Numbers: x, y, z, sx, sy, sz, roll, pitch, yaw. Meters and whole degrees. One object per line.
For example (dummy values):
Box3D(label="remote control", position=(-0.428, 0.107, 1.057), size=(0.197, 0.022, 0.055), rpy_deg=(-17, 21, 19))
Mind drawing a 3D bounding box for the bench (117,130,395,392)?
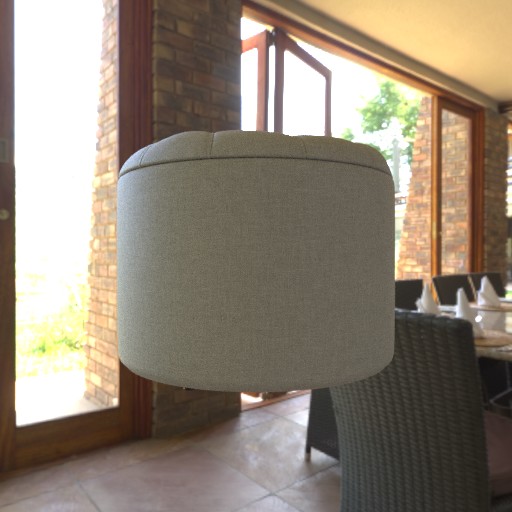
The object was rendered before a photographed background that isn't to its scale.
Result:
Box3D(label="bench", position=(0.000, 0.000, 1.002), size=(0.600, 0.453, 0.600), rpy_deg=(0, 0, 0))
